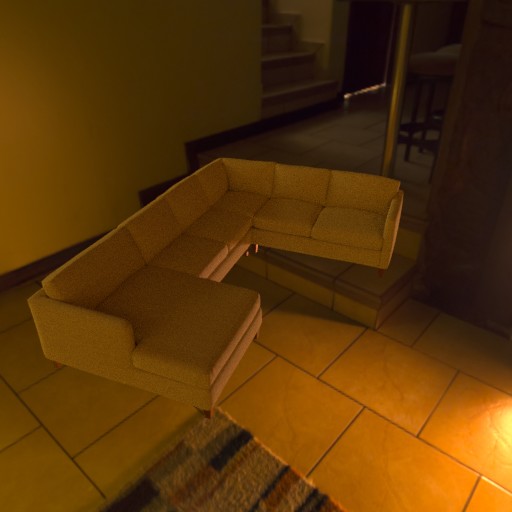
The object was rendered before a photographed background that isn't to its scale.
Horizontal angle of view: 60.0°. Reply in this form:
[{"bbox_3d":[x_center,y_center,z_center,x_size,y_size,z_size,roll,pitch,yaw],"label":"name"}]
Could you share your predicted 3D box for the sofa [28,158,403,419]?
[{"bbox_3d":[0.000,0.000,4.578,2.594,0.961,3.460,11,32,18],"label":"sofa"}]
